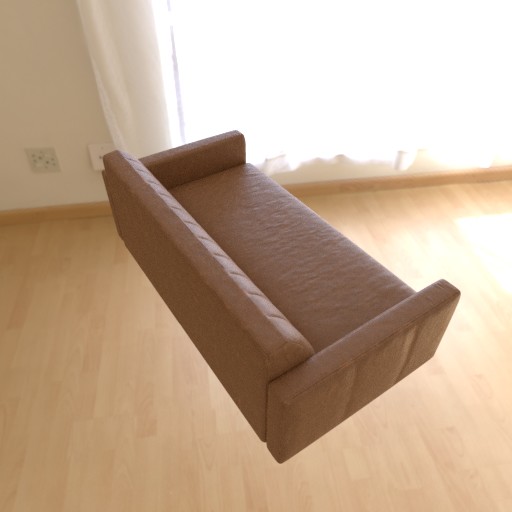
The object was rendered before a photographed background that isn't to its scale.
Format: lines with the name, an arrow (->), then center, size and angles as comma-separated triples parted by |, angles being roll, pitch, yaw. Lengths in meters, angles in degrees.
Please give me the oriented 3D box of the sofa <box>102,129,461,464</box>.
sofa -> 0.000, 0.000, 2.418 | 0.993, 0.821, 1.847 | -24, 48, -24
